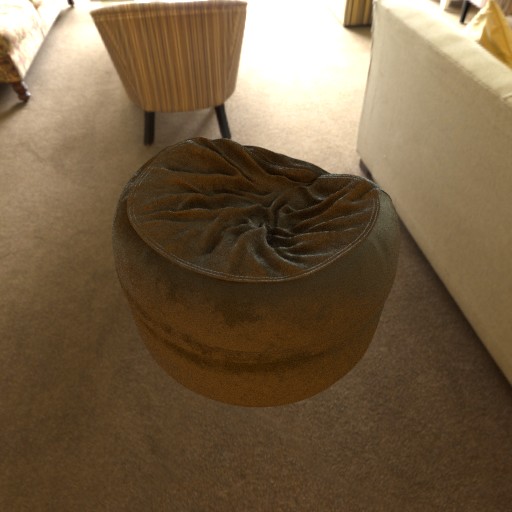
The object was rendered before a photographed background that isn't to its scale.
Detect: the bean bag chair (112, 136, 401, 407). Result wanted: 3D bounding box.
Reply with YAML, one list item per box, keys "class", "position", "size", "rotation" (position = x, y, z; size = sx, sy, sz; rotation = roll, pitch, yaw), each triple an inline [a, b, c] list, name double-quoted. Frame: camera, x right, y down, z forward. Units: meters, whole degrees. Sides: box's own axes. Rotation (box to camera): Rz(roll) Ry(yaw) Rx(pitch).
- class: "bean bag chair"
  position: [0.000, 0.000, 1.533]
  size: [0.918, 0.605, 0.918]
  rotation: [0, 45, 0]
